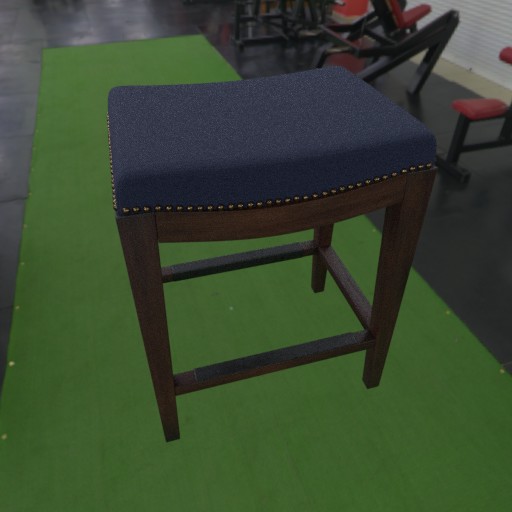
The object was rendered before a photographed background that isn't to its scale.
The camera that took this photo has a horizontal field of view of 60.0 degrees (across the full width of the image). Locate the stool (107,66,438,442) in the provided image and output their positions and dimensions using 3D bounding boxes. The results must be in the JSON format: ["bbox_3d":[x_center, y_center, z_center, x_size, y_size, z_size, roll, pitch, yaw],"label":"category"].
[{"bbox_3d":[0.000,0.000,0.924,0.500,0.642,0.361,-10,41,-12],"label":"stool"}]
